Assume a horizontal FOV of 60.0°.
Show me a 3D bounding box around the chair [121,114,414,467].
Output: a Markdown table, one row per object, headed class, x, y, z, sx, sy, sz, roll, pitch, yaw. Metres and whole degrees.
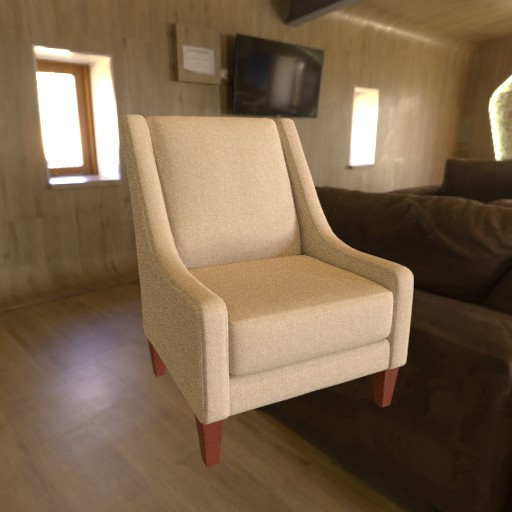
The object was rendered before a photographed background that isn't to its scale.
| class | x | y | z | sx | sy | sz | roll | pitch | yaw |
| --- | --- | --- | --- | --- | --- | --- | --- | --- | --- |
| chair | 0.000 | 0.000 | 1.635 | 0.774 | 1.014 | 0.870 | -7 | 16 | -26 |
